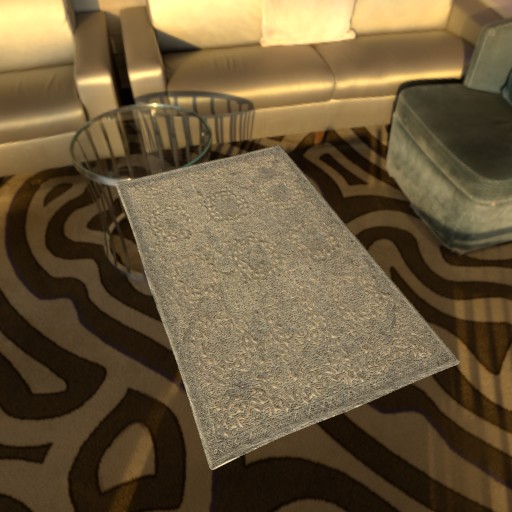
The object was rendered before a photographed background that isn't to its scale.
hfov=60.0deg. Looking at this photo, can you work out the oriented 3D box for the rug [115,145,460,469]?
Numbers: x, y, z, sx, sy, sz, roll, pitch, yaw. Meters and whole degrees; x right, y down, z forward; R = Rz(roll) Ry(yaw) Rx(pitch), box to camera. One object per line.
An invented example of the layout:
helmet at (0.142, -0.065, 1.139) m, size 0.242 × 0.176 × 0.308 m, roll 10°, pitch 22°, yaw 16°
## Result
rug at (0.000, 0.000, 3.161) m, size 1.535 × 0.022 × 2.498 m, roll -17°, pitch 49°, yaw -16°
